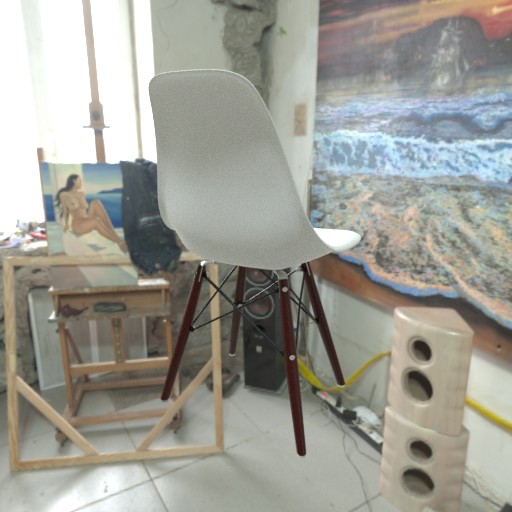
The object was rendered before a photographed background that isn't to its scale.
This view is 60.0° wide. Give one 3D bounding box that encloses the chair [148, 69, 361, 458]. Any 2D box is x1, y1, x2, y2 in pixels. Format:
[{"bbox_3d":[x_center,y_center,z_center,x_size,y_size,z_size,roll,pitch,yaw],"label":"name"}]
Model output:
[{"bbox_3d":[0.000,0.000,1.132,0.470,0.826,0.533,9,18,28],"label":"chair"}]
